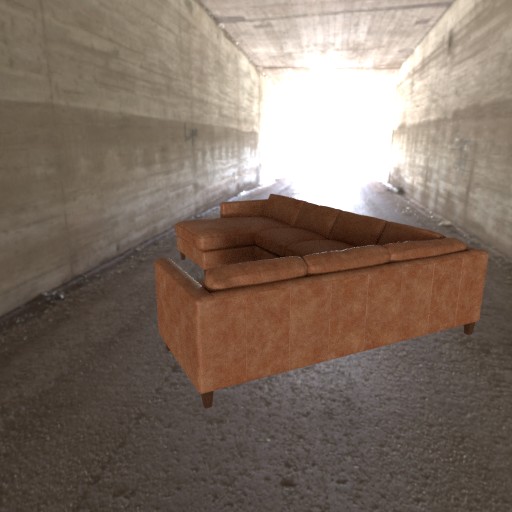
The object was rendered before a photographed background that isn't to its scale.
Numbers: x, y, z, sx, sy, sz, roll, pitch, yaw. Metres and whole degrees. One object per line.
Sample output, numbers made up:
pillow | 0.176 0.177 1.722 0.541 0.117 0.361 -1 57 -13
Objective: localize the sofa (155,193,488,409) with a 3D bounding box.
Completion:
sofa | 0.000 0.000 4.511 2.430 0.832 3.401 -7 17 -25
